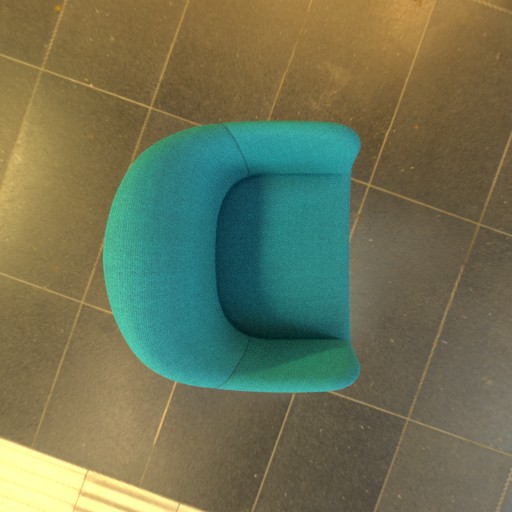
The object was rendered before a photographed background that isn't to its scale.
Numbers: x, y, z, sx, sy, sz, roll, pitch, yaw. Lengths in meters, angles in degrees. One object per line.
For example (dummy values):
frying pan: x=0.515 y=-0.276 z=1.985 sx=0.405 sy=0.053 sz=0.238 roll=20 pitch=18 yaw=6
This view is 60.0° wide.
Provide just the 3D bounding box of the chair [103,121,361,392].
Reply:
chair: x=0.000 y=0.000 z=1.179 sx=0.550 sy=0.795 sz=0.590 roll=0 pitch=91 yaw=1
